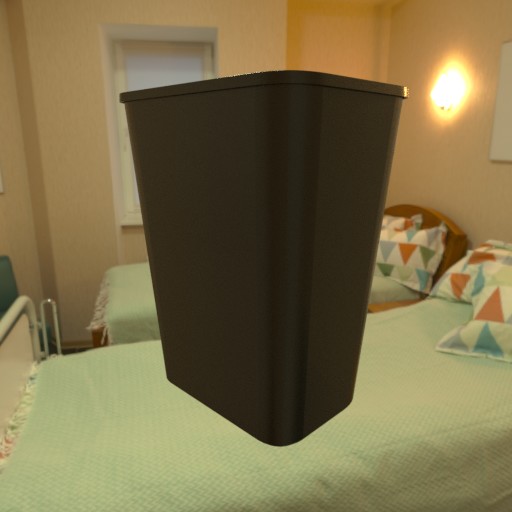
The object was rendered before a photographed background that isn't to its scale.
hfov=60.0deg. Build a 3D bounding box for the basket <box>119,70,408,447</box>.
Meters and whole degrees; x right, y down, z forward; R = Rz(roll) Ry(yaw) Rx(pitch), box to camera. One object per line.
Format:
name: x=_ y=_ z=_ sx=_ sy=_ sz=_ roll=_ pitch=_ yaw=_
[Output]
basket: x=0.000 y=0.000 z=0.746 sx=0.287 sy=0.521 sz=0.394 roll=-14 pitch=20 yaw=-43
